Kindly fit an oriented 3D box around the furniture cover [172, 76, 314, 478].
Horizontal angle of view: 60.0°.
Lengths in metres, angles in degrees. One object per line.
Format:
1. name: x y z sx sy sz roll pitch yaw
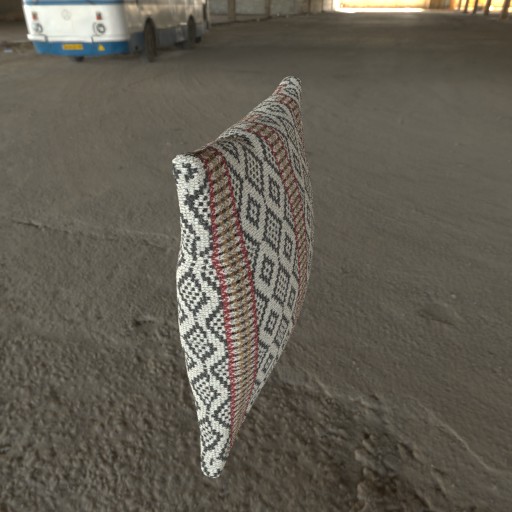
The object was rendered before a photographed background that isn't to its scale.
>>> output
1. furniture cover: 0.000 0.000 0.756 0.182 0.506 0.503 8 31 14
